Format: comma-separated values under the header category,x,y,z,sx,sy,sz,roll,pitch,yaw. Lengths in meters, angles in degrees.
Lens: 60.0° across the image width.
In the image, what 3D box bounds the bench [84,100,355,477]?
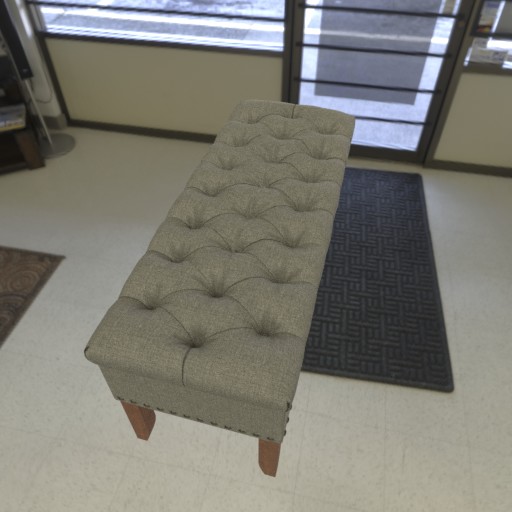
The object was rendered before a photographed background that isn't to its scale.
category,x,y,z,sx,sy,sz,roll,pitch,yaw
bench,0.000,0.000,1.306,0.417,0.470,1.052,11,47,10
